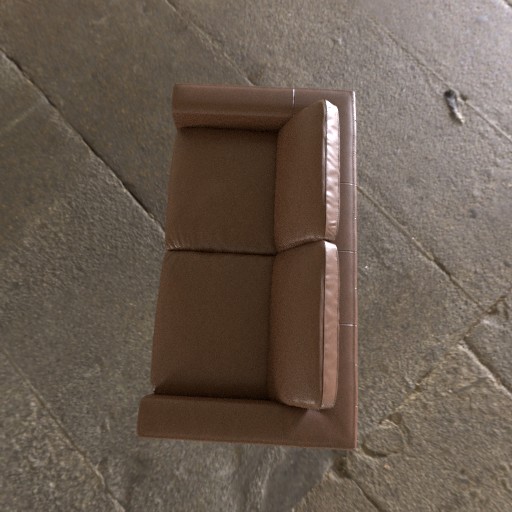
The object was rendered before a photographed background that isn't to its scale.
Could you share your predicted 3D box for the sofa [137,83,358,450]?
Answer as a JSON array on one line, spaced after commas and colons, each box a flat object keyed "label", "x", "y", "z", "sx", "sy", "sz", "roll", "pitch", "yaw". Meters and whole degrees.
[{"label": "sofa", "x": 0.000, "y": 0.000, "z": 2.457, "sx": 1.070, "sy": 0.800, "sz": 1.920, "roll": 3, "pitch": 76, "yaw": 1}]
